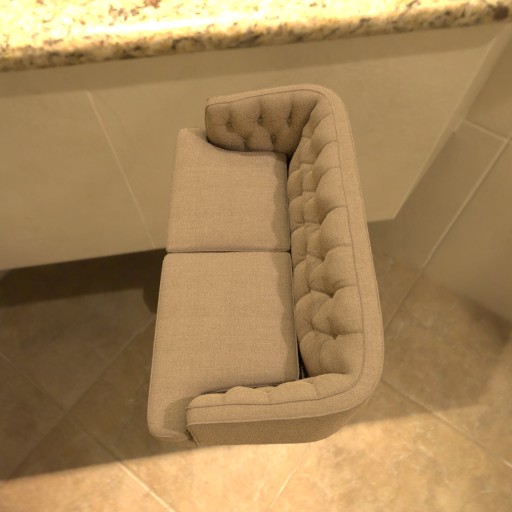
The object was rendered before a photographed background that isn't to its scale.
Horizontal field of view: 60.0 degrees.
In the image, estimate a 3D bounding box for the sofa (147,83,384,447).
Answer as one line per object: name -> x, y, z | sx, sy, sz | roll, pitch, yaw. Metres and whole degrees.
sofa -> 0.000, 0.000, 2.250 | 0.941, 0.855, 1.733 | -1, 60, 0
